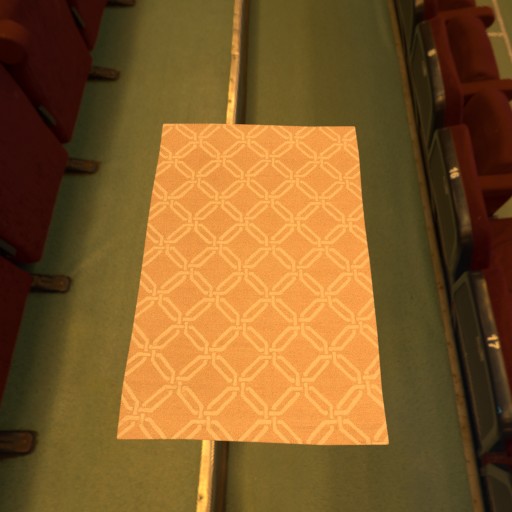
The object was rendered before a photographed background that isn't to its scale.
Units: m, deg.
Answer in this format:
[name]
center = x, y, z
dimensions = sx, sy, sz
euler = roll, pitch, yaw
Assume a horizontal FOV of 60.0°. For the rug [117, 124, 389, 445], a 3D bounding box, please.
[rug]
center = 0.000, 0.000, 2.233
dimensions = 1.146, 0.010, 1.745
euler = 1, 63, 0
